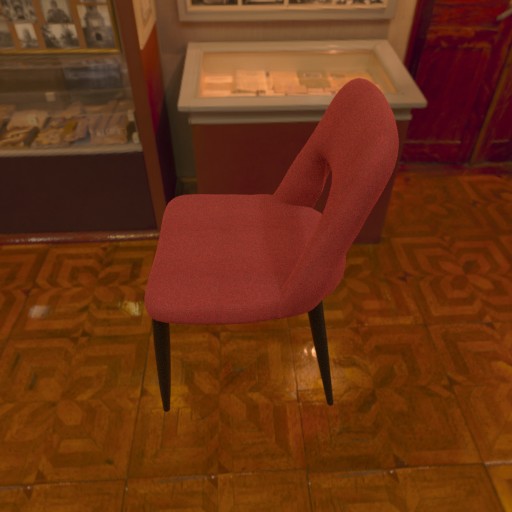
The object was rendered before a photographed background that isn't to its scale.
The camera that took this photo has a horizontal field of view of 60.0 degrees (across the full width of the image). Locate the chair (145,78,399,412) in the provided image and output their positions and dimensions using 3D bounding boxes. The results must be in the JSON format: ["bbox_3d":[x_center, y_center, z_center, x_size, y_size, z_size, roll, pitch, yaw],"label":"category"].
[{"bbox_3d":[0.000,0.000,1.218,0.569,0.892,0.483,0,42,0],"label":"chair"}]
